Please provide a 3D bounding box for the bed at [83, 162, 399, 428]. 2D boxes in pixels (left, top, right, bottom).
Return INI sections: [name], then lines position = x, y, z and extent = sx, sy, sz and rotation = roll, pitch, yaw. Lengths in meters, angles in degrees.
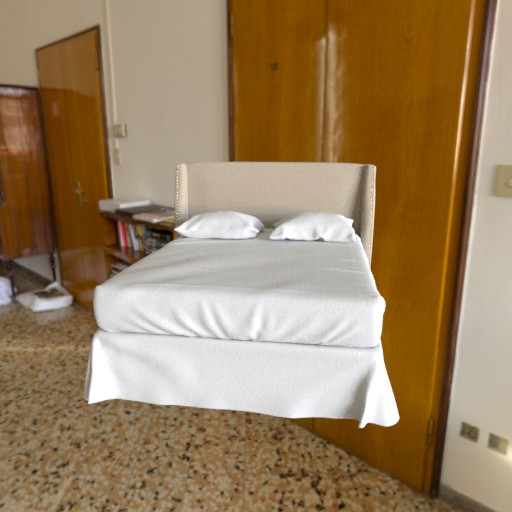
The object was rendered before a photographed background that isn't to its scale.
[bed]
position = 0.000, 0.000, 3.392
extent = 1.925, 1.332, 2.276
rotation = 2, 14, 9
